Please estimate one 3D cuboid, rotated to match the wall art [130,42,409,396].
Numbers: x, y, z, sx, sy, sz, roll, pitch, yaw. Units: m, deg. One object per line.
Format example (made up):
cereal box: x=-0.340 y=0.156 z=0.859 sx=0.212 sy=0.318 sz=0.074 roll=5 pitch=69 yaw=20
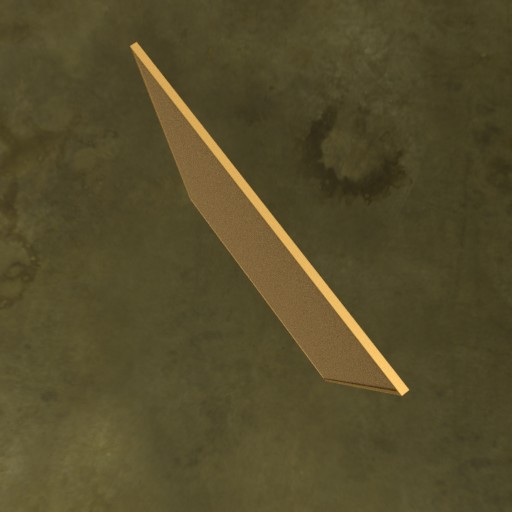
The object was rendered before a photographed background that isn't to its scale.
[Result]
wall art: x=0.000 y=0.000 z=0.957 sx=0.014 sy=0.655 sz=0.657 roll=-35 pitch=79 yaw=-8
